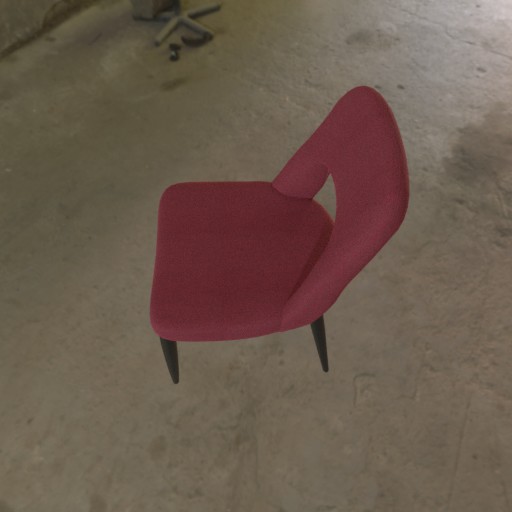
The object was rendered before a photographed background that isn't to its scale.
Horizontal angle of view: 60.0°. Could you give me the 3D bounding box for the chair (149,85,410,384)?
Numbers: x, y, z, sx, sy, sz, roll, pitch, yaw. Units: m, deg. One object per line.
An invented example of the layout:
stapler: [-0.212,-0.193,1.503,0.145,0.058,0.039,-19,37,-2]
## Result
chair: [0.000,0.000,1.213,0.569,0.892,0.483,-2,59,-1]
